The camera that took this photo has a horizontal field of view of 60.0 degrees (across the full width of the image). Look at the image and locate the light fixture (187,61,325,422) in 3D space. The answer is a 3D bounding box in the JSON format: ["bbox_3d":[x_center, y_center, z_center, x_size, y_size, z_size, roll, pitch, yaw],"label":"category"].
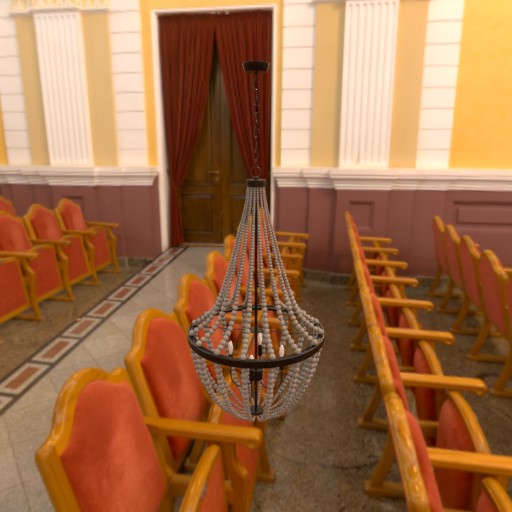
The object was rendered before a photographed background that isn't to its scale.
[{"bbox_3d":[0.000,0.000,1.405,0.450,1.133,0.450,0,15,0],"label":"light fixture"}]
